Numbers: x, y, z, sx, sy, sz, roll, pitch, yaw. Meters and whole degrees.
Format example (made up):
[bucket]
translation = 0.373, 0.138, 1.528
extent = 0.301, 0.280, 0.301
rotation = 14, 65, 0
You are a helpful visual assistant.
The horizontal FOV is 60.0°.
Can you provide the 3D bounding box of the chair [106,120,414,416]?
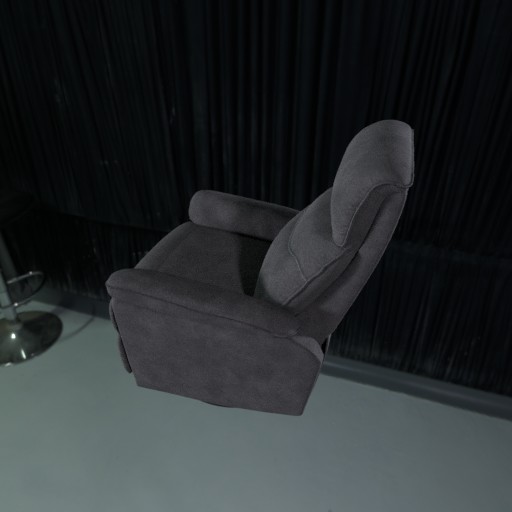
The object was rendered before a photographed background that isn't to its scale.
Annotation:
[chair]
translation = 0.000, 0.000, 1.726
extent = 1.009, 1.035, 0.830
rotation = 9, 33, 14
